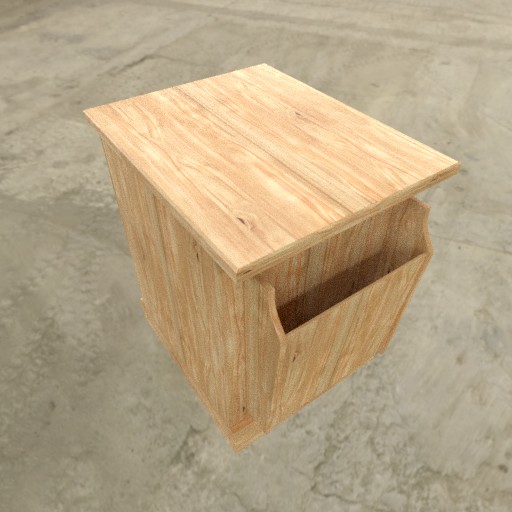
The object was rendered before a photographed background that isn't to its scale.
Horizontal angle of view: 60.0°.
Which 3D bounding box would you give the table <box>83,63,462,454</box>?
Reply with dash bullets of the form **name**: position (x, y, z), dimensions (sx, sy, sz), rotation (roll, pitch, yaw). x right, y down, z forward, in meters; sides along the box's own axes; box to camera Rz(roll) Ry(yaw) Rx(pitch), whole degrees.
- **table**: position (0.000, 0.000, 0.858), dimensions (0.380, 0.515, 0.530), rotation (-26, 49, -25)
